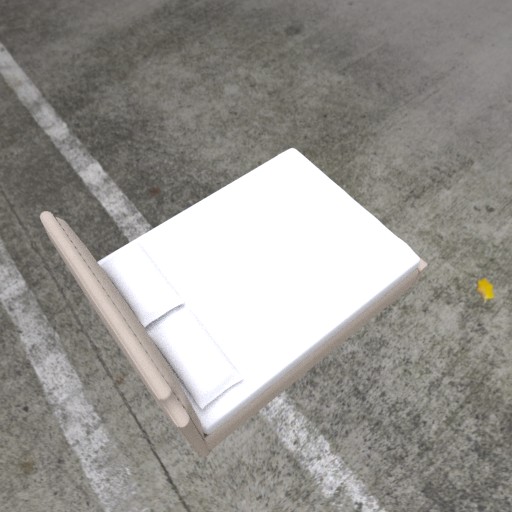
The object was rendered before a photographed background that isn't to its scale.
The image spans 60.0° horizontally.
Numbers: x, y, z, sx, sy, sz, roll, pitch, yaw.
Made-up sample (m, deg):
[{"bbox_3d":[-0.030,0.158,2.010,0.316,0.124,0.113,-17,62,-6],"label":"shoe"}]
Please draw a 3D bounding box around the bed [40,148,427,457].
[{"bbox_3d":[0.000,0.000,3.454,2.372,1.443,1.713,-34,64,-19],"label":"bed"}]
